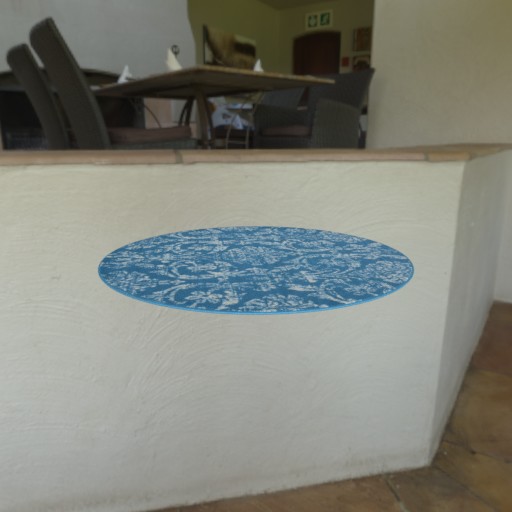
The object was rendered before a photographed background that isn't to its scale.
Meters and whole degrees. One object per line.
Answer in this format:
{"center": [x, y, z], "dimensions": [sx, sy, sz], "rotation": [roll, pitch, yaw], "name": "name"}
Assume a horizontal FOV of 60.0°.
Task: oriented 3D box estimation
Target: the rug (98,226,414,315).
{"center": [0.000, 0.000, 2.360], "dimensions": [1.593, 0.012, 1.593], "rotation": [0, 15, 0], "name": "rug"}
